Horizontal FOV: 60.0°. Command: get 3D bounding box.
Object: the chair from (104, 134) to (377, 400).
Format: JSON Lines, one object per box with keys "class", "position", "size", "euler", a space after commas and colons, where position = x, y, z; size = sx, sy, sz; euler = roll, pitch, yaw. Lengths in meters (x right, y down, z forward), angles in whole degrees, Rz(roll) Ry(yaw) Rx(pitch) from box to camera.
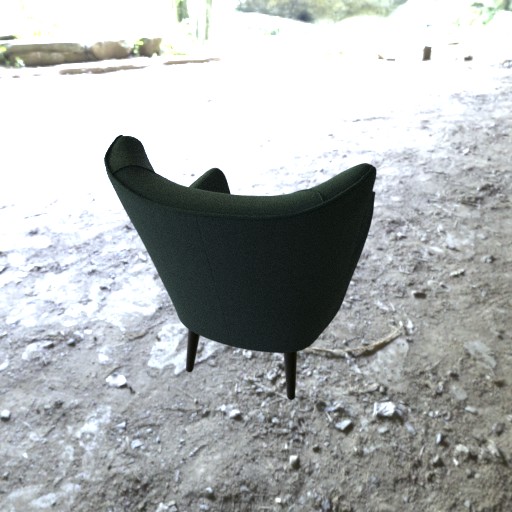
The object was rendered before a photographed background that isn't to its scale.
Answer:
{"class": "chair", "position": [0.000, 0.000, 1.638], "size": [0.781, 0.933, 0.888], "euler": [11, 34, 16]}
